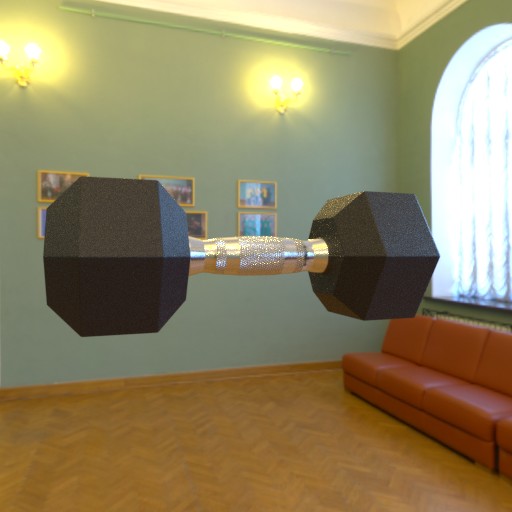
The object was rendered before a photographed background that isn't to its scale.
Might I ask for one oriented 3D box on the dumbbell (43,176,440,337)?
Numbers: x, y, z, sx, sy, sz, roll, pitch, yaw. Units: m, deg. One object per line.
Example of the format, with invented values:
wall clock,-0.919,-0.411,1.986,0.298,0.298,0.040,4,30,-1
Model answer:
dumbbell,0.000,0.000,0.420,0.356,0.123,0.141,0,0,-19
